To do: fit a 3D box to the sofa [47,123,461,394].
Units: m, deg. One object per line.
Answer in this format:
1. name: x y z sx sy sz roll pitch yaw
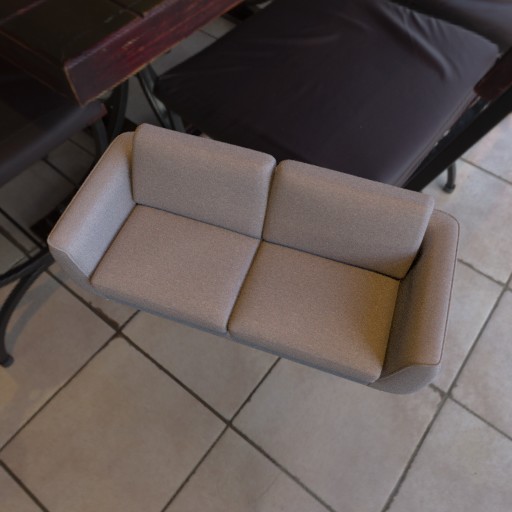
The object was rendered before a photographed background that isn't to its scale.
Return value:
1. sofa: 0.000 0.000 2.476 2.000 0.870 0.920 16 60 10
